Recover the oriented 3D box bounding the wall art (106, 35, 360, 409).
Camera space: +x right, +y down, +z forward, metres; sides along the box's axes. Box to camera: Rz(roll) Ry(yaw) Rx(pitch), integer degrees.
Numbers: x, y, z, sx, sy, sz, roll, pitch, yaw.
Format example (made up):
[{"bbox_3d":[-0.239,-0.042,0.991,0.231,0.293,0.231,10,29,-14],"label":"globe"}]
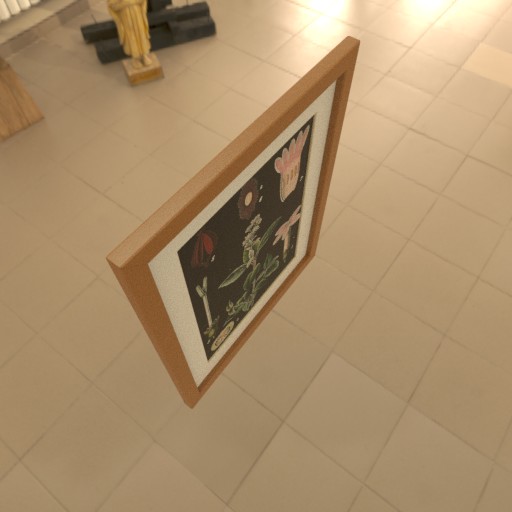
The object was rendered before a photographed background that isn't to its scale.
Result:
[{"bbox_3d":[0.000,0.000,0.512,0.015,0.379,0.310,32,63,19],"label":"wall art"}]
